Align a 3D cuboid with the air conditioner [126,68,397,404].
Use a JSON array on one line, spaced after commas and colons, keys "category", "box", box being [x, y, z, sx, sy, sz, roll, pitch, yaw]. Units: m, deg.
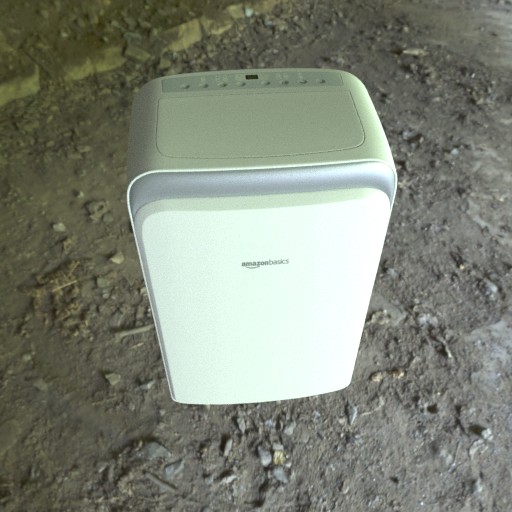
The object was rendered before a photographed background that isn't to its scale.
[{"category": "air conditioner", "box": [0.000, 0.000, 0.945, 0.454, 0.700, 0.365, -4, 46, -4]}]
